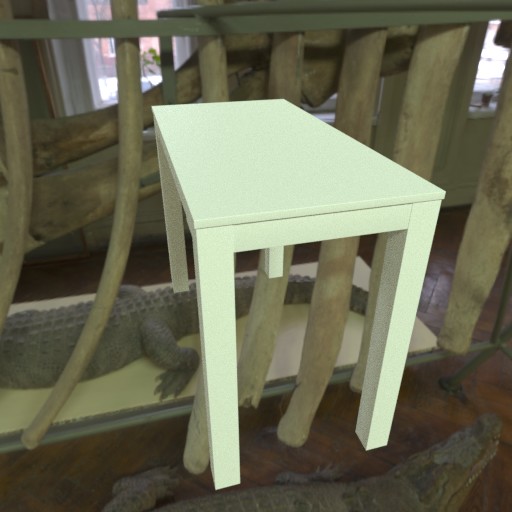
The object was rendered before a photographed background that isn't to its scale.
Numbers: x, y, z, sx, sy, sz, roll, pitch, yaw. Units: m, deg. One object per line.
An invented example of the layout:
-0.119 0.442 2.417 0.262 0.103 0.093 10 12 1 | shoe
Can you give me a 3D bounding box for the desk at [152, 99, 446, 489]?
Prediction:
0.000 0.000 1.415 0.497 0.762 0.990 -8 31 -14 | desk
